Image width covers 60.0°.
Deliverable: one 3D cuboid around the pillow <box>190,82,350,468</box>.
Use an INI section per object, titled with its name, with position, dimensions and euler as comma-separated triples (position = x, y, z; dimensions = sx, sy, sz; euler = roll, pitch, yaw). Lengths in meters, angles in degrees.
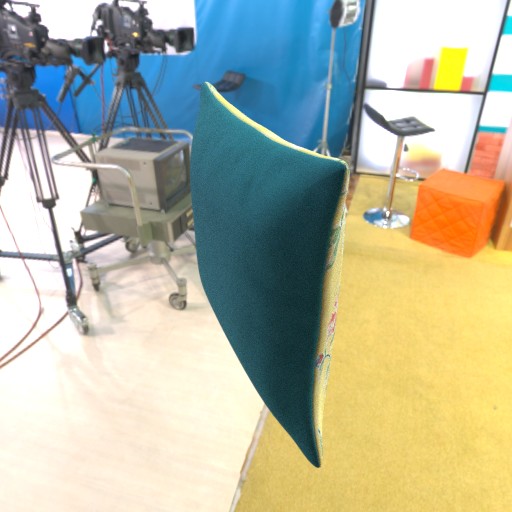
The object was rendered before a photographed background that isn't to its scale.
[pillow]
position = 0.000, 0.000, 0.789
dimensions = 0.166, 0.508, 0.525
euler = -11, 33, -19
